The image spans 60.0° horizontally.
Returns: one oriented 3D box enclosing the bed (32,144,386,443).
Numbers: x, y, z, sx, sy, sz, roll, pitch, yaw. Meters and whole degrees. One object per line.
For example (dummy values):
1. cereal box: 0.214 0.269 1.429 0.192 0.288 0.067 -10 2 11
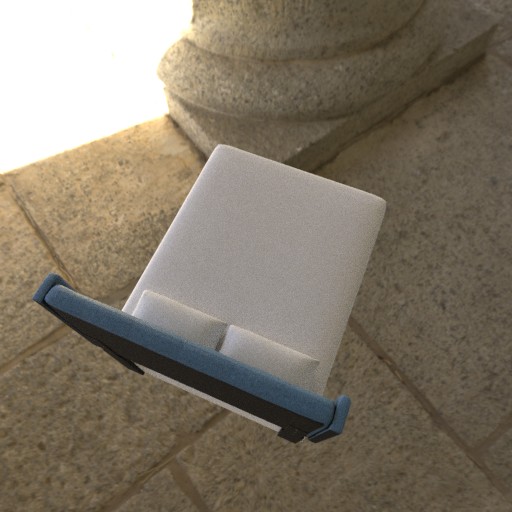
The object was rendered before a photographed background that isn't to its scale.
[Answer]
1. bed: 0.000 0.000 3.307 1.719 1.665 2.078 21 66 10
